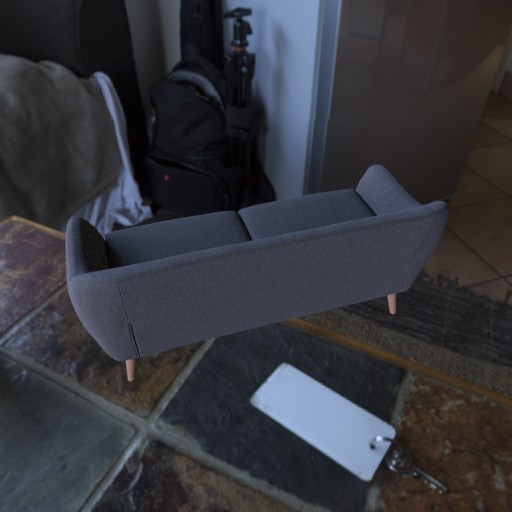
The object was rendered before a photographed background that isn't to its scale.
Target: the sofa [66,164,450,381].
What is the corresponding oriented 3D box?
[{"bbox_3d":[0.000,0.000,2.336,1.840,0.820,0.820,-12,43,-13],"label":"sofa"}]
